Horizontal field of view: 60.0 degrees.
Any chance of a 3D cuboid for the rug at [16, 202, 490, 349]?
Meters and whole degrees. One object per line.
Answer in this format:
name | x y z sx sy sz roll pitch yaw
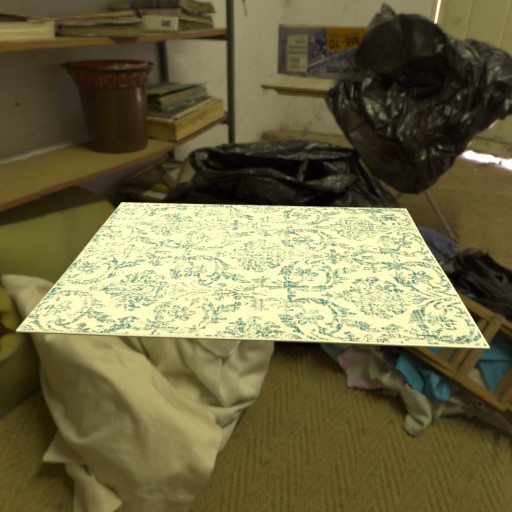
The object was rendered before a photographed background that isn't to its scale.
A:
rug | 0.000 0.000 2.733 2.197 0.014 1.586 2 29 3
